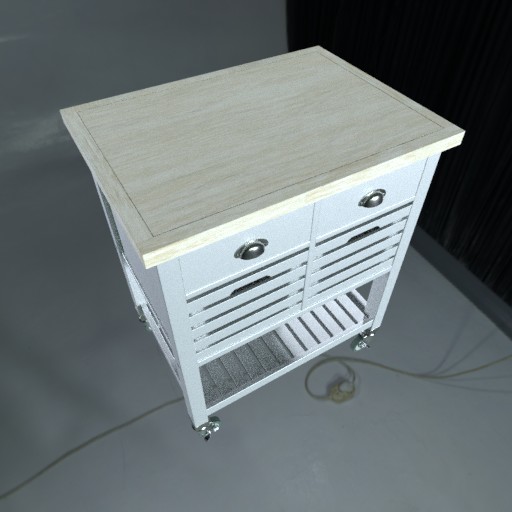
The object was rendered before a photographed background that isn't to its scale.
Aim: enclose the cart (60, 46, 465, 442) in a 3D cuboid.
[{"bbox_3d":[0.000,0.000,1.358,0.762,0.914,0.559,-23,51,-20],"label":"cart"}]
